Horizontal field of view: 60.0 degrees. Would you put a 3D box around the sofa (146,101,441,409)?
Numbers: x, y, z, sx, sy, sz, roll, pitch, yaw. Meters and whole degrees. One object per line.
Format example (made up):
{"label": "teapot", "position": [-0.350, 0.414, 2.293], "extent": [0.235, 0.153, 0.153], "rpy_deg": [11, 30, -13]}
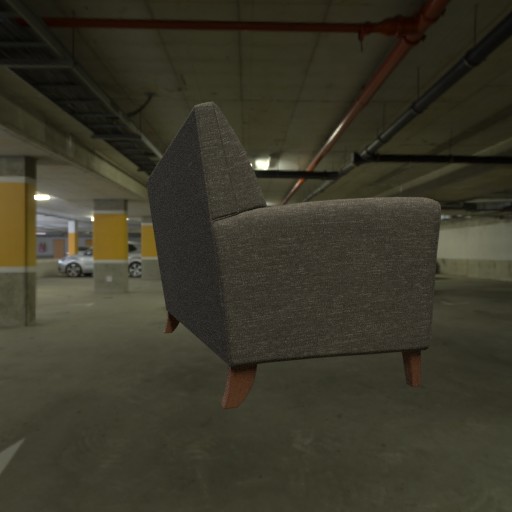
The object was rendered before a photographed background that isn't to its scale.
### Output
{"label": "sofa", "position": [0.000, 0.000, 2.073], "extent": [0.867, 0.905, 1.509], "rpy_deg": [0, 0, -19]}
